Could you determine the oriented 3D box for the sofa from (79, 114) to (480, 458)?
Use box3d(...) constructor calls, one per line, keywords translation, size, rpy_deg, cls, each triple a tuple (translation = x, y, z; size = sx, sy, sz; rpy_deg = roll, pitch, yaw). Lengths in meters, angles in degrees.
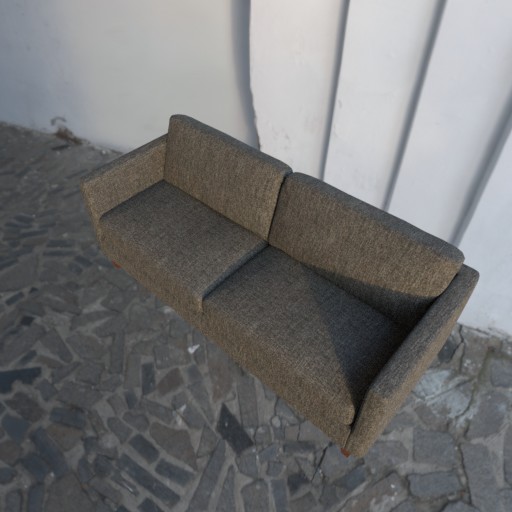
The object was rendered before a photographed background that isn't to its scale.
box3d(translation=(0.000, 0.000, 2.665), size=(2.208, 0.960, 0.948), rpy_deg=(33, 54, 28), cls="sofa")
